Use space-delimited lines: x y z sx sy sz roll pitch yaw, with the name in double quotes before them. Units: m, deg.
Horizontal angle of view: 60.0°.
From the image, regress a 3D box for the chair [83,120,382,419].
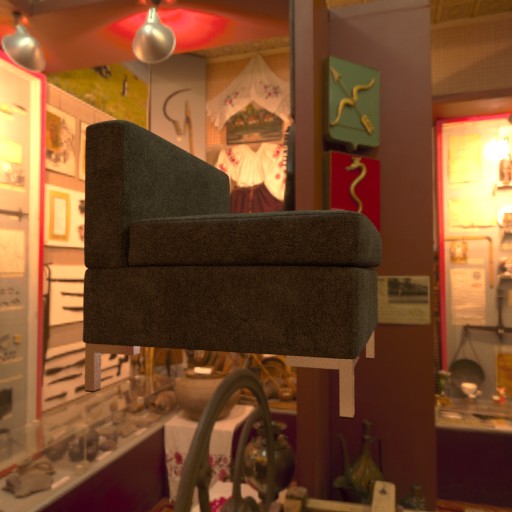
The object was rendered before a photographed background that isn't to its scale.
"chair" 0.000 0.000 1.265 0.680 0.660 0.680 -1 -2 19
